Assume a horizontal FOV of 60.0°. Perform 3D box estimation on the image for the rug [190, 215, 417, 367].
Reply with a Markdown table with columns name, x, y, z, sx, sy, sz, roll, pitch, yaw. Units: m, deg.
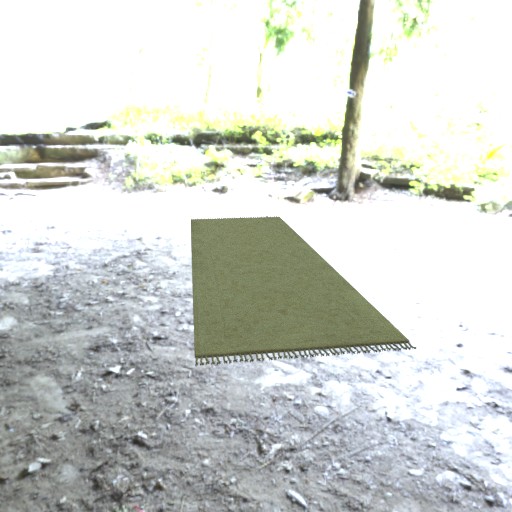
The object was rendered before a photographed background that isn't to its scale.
| name | x | y | z | sx | sy | sz | roll | pitch | yaw |
| --- | --- | --- | --- | --- | --- | --- | --- | --- | --- |
| rug | 0.000 | 0.000 | 2.746 | 0.795 | 0.015 | 2.544 | -2 | 16 | -8 |
